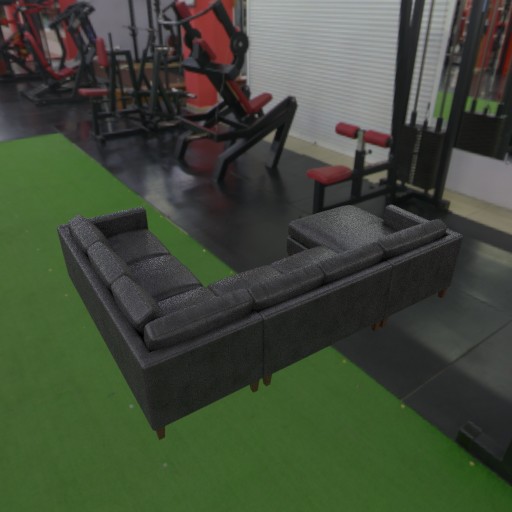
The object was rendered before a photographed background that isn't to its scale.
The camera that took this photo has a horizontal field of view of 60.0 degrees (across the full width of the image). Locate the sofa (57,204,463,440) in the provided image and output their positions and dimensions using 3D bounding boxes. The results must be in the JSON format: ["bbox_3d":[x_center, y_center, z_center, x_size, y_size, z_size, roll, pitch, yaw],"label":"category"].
[{"bbox_3d":[0.000,0.000,4.618,3.324,0.891,2.452,-18,35,-28],"label":"sofa"}]
